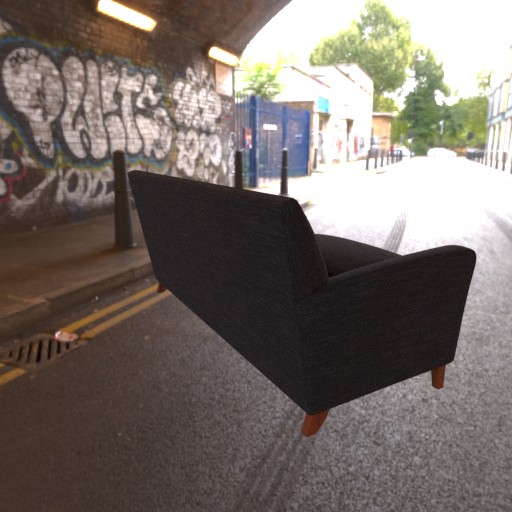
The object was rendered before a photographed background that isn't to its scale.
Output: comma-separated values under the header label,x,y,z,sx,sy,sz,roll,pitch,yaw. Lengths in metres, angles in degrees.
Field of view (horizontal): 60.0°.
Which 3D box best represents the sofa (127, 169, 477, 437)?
label,x,y,z,sx,sy,sz,roll,pitch,yaw
sofa,0.000,0.000,2.373,0.875,0.846,1.976,-7,16,-28
